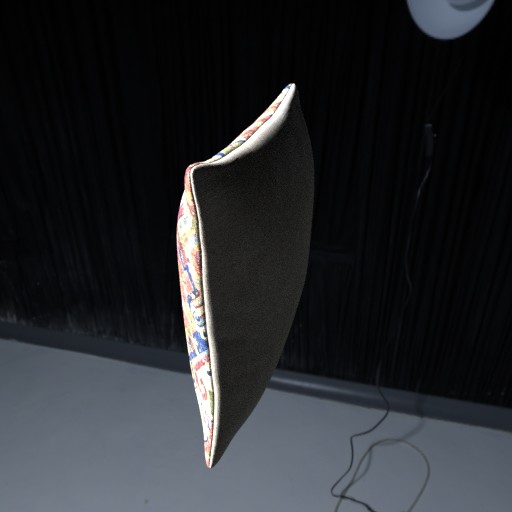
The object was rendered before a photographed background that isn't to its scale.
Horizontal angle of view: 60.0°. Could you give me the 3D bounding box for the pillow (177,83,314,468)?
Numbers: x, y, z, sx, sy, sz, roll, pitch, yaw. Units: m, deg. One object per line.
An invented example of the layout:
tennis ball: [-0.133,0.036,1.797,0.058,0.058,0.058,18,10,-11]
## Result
pillow: [0.000,0.000,0.793,0.166,0.506,0.523,8,32,14]
